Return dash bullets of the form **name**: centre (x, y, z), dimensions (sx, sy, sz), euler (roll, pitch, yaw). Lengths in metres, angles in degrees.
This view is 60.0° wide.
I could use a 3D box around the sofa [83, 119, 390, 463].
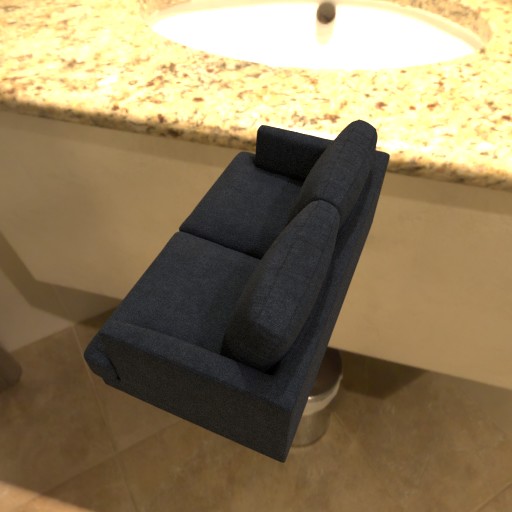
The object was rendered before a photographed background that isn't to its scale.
- **sofa**: centre (0.000, 0.000, 2.166), dimensions (0.903, 0.944, 1.582), euler (18, 50, 15)
